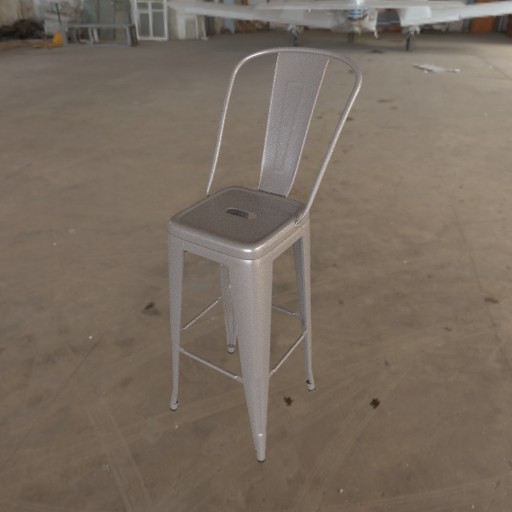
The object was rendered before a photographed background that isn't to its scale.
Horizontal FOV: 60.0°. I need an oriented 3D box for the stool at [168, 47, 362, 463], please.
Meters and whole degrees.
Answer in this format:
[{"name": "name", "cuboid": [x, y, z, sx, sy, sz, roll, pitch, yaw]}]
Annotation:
[{"name": "stool", "cuboid": [0.000, 0.000, 1.329, 0.399, 1.096, 0.513, 19, 36, 28]}]
